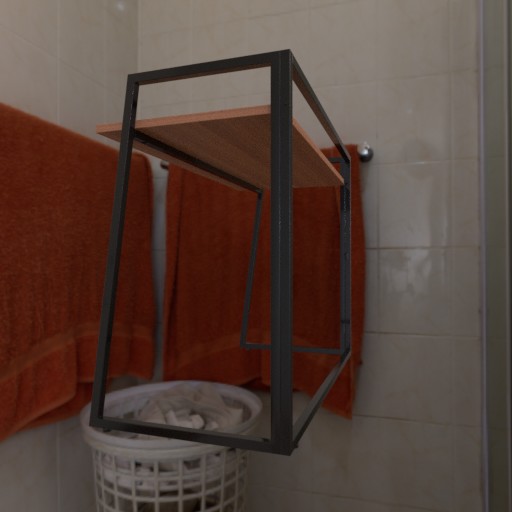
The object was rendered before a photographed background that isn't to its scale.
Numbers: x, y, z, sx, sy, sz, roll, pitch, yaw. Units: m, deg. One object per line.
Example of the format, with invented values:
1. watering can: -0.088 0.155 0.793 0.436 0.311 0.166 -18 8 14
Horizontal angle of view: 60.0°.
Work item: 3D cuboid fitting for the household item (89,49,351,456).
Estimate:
1. household item: 0.000 0.000 1.501 0.510 0.860 1.050 0 0 19
